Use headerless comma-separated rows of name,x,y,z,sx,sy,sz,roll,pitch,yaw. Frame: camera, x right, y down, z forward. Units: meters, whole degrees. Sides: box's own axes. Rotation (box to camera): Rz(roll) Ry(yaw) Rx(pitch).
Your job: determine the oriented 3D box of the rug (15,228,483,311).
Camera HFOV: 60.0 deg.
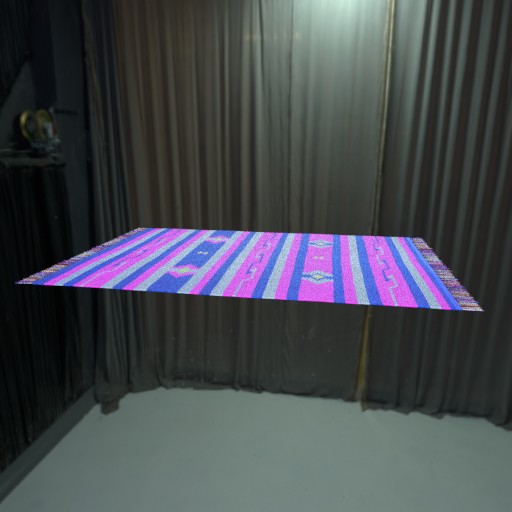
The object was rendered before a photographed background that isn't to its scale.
rug,0.000,0.000,2.888,2.350,0.013,1.539,3,15,10
